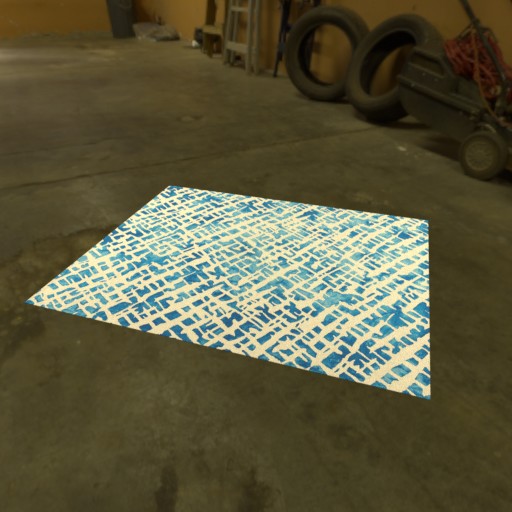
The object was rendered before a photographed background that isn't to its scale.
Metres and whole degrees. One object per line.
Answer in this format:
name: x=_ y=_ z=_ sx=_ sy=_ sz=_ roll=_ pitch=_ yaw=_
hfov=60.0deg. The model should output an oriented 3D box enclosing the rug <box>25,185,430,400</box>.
rug: x=0.000 y=0.000 z=4.041 sx=3.007 sy=0.007 sz=2.435 roll=10 pitch=33 yaw=15
